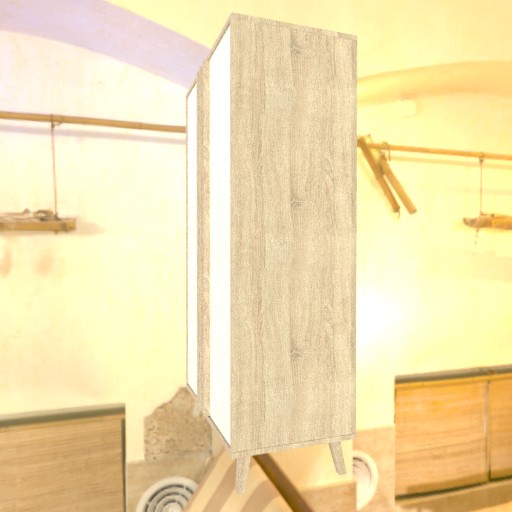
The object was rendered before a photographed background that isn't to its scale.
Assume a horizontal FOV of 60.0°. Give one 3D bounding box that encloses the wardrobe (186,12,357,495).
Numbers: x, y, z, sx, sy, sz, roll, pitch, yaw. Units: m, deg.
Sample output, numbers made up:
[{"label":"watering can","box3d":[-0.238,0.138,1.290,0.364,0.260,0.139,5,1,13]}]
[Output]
[{"label":"wardrobe","box3d":[0.000,0.000,2.344,0.600,1.960,1.000,0,1,-19]}]
